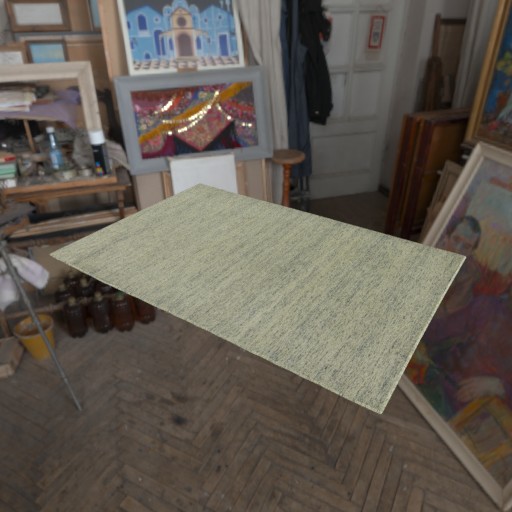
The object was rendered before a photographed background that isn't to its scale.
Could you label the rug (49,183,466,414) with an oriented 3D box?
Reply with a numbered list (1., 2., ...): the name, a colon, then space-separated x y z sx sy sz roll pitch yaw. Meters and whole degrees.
1. rug: 0.000 0.000 2.352 1.846 0.014 1.243 19 36 29
